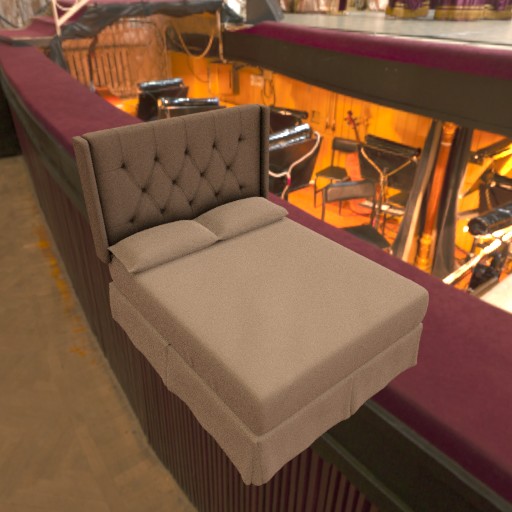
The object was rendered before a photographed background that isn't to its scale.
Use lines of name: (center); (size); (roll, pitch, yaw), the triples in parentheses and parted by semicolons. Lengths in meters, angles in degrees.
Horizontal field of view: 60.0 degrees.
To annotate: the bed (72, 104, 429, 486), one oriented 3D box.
bed: (0.000, 0.000, 3.297); (1.719, 1.665, 2.066); (-23, 38, -33)
